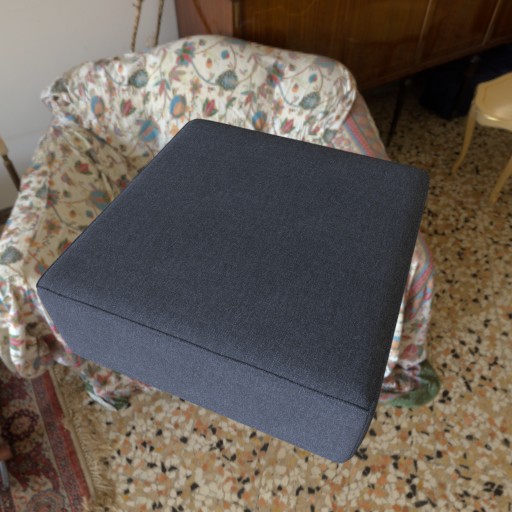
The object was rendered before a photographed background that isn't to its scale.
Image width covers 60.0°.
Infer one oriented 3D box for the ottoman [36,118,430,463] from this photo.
[{"bbox_3d":[0.000,0.000,1.551,1.000,0.439,1.000,17,50,15],"label":"ottoman"}]
